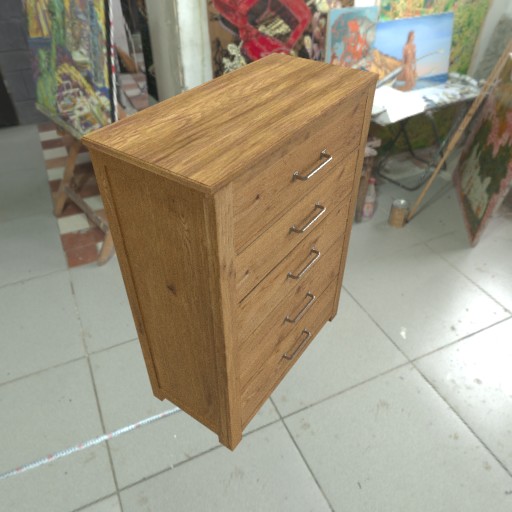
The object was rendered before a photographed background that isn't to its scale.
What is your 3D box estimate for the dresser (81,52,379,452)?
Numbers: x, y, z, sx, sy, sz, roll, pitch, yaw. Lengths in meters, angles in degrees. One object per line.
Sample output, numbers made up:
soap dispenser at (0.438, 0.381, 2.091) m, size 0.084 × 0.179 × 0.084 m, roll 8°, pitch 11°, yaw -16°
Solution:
dresser at (0.000, 0.000, 2.033) m, size 0.558 × 1.431 × 1.081 m, roll 25°, pitch 46°, yaw 26°
